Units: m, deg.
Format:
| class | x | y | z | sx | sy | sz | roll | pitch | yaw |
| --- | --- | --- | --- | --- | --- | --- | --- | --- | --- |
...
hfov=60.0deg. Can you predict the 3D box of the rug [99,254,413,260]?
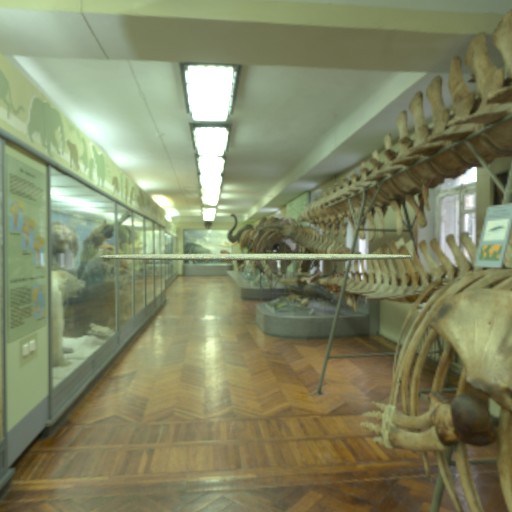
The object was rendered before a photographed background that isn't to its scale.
| class | x | y | z | sx | sy | sz | roll | pitch | yaw |
| --- | --- | --- | --- | --- | --- | --- | --- | --- | --- |
| rug | 0.000 | 0.000 | 2.387 | 1.593 | 0.012 | 1.593 | 0 | 1 | 0 |
